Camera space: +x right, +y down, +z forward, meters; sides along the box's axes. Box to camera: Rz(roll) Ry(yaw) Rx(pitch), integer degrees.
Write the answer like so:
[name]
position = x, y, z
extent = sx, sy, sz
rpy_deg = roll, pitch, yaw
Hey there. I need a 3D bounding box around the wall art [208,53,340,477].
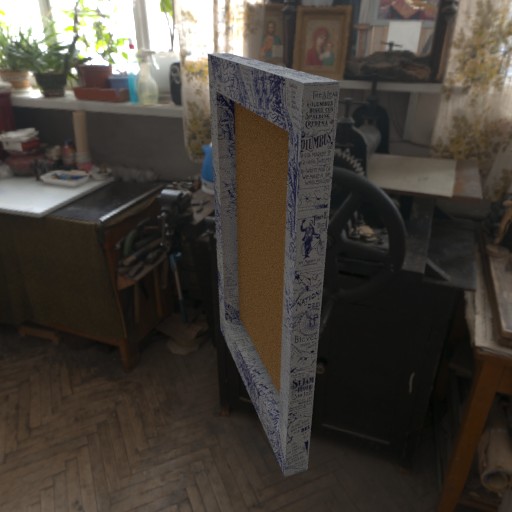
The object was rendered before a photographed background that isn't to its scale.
[wall art]
position = 0.000, 0.000, 0.470
extent = 0.025, 0.376, 0.255
rpy_deg = -9, 30, -16
